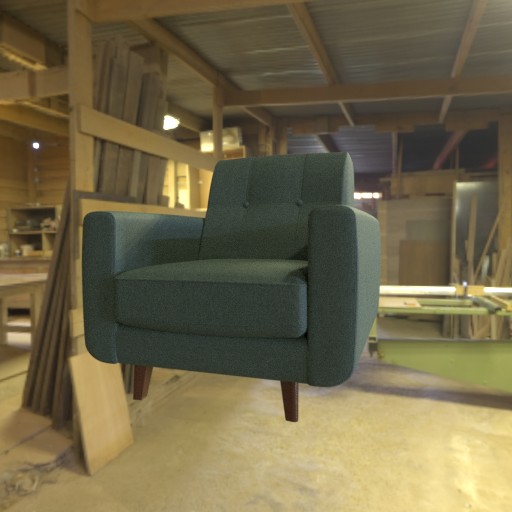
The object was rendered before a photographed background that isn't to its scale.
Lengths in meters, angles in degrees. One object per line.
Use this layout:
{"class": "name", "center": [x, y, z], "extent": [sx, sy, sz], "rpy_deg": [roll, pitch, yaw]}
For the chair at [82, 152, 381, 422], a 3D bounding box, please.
{"class": "chair", "center": [0.000, 0.000, 1.609], "extent": [0.831, 0.841, 0.909], "rpy_deg": [1, 2, 19]}
